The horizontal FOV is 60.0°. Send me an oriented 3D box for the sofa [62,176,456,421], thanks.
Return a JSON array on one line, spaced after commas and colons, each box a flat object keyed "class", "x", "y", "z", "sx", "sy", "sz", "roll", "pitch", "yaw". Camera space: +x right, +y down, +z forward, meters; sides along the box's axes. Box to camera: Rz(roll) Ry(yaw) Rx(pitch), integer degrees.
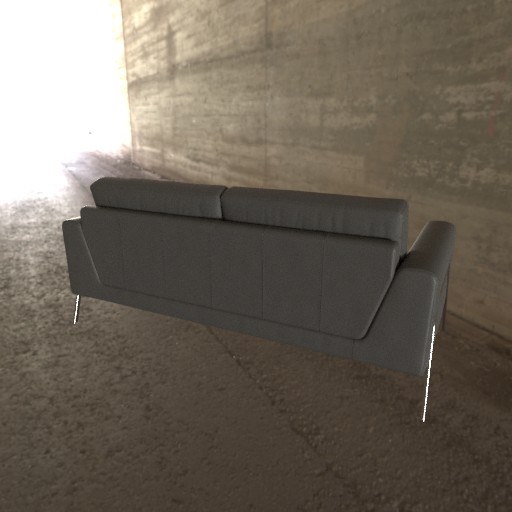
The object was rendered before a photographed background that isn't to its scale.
[{"class": "sofa", "x": 0.000, "y": 0.000, "z": 2.514, "sx": 2.017, "sy": 0.875, "sz": 0.953, "roll": 9, "pitch": 19, "yaw": 26}]
